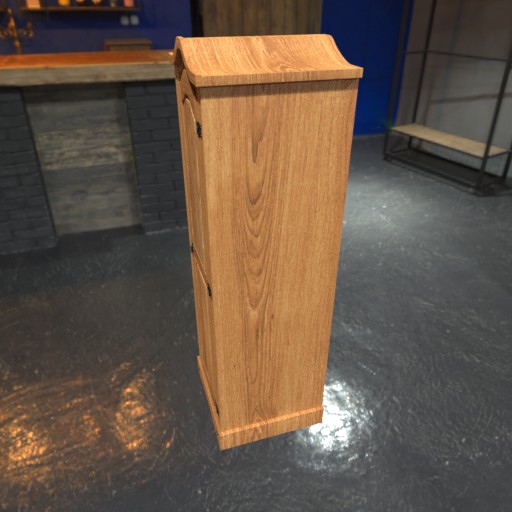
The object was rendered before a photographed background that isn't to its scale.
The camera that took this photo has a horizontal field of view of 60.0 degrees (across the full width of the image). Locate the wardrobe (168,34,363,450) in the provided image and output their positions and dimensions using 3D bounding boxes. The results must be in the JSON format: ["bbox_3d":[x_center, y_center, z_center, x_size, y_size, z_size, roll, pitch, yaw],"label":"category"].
[{"bbox_3d":[0.000,0.000,2.091,0.570,1.870,0.590,-9,32,-15],"label":"wardrobe"}]
